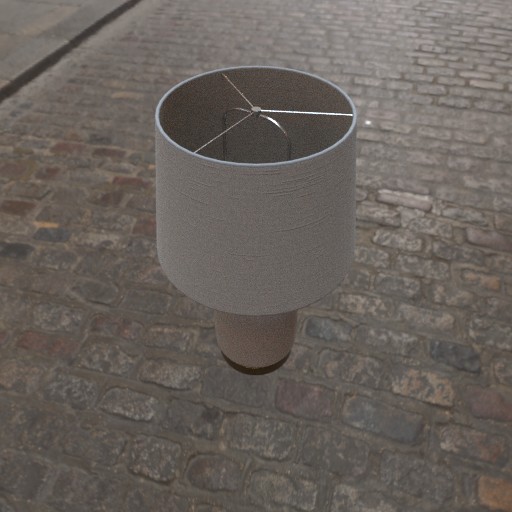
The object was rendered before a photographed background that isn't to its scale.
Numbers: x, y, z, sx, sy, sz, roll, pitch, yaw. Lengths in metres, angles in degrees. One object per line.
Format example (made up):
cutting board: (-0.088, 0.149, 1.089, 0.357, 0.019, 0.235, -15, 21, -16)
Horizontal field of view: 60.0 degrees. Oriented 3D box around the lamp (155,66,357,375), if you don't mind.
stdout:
lamp: (0.000, 0.000, 0.675, 0.285, 0.483, 0.285, 0, 46, 0)
